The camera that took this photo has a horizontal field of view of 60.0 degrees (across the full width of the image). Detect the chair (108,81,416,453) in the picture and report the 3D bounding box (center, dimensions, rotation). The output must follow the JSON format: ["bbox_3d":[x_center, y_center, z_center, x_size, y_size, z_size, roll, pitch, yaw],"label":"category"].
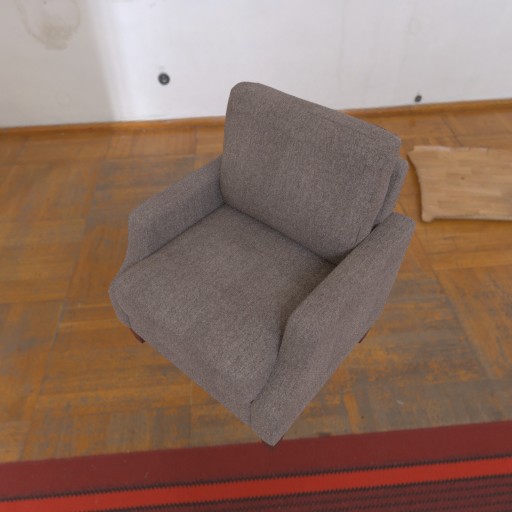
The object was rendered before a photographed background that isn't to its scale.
[{"bbox_3d":[0.000,0.000,1.671,0.855,0.993,0.897,31,53,27],"label":"chair"}]
